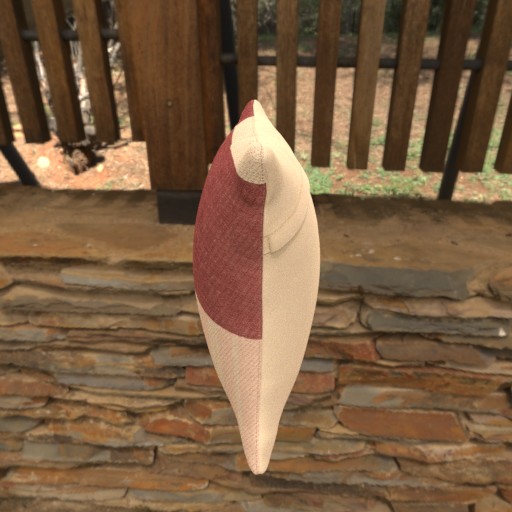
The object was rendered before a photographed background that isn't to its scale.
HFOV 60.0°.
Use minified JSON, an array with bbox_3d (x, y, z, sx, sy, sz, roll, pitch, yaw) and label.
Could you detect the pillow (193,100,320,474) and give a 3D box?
[{"bbox_3d":[0.000,0.000,0.817,0.229,0.506,0.536,-1,26,-1],"label":"pillow"}]
